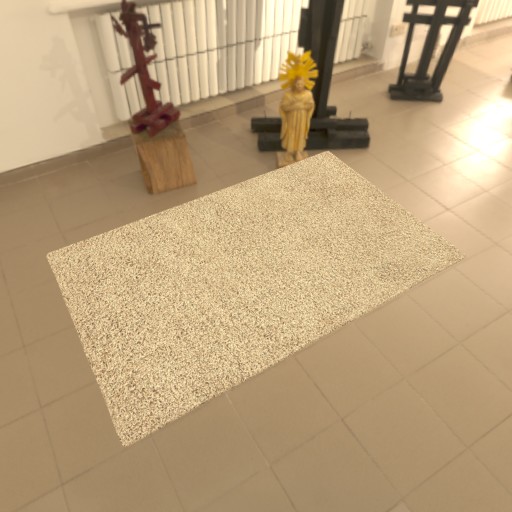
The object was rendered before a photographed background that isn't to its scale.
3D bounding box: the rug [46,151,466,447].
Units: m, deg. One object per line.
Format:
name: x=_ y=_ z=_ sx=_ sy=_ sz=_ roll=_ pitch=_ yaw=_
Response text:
rug: x=0.000 y=0.000 z=3.025 sx=2.438 sy=0.030 sz=1.524 roll=-24 pitch=51 yaw=-21
